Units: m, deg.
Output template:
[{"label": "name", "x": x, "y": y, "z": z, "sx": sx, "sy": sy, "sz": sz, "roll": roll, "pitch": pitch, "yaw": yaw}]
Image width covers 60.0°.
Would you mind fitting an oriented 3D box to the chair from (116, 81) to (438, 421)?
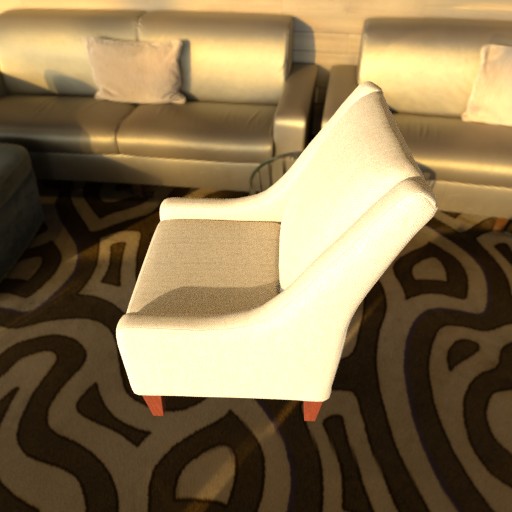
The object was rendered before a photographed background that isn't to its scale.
[{"label": "chair", "x": 0.000, "y": 0.000, "z": 1.607, "sx": 0.870, "sy": 1.014, "sz": 0.774, "roll": 1, "pitch": 40, "yaw": 2}]
